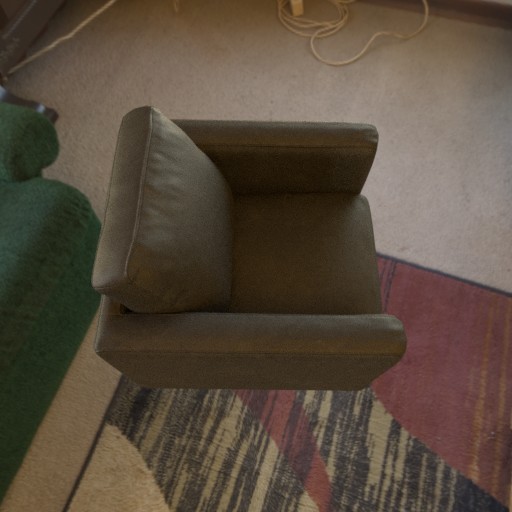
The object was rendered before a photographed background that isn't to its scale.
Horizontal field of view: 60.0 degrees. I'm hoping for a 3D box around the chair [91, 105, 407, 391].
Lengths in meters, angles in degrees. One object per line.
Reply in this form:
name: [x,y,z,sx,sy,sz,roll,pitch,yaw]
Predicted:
chair: [0.000,0.000,1.558,0.879,0.898,0.831,1,64,0]
